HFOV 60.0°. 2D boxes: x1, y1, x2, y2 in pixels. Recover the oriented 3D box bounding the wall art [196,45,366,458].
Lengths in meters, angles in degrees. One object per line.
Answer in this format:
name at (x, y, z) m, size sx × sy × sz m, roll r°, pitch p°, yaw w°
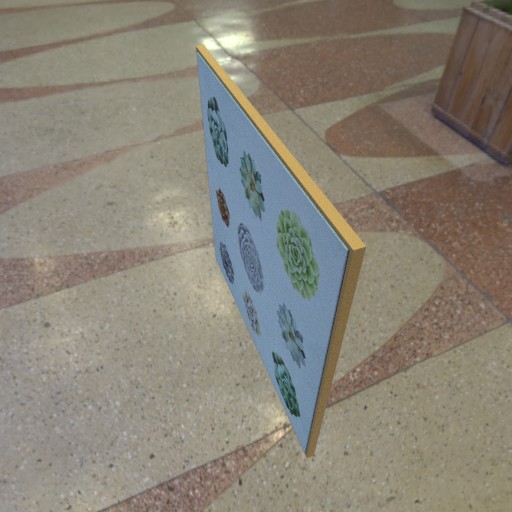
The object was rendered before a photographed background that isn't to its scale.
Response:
wall art at (0.000, 0.000, 0.670) m, size 0.013 × 0.455 × 0.457 m, roll -16°, pitch 48°, yaw -15°
